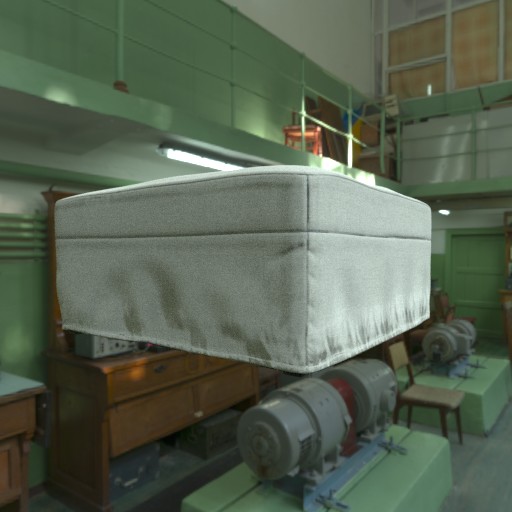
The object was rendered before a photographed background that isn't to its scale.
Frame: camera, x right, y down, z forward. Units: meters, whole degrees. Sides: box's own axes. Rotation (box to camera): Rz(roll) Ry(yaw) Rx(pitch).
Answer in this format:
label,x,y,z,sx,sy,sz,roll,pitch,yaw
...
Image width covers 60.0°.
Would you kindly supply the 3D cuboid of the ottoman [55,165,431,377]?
label,x,y,z,sx,sy,sz,roll,pitch,yaw
ottoman,0.000,0.000,1.345,0.840,0.436,0.843,0,1,36
